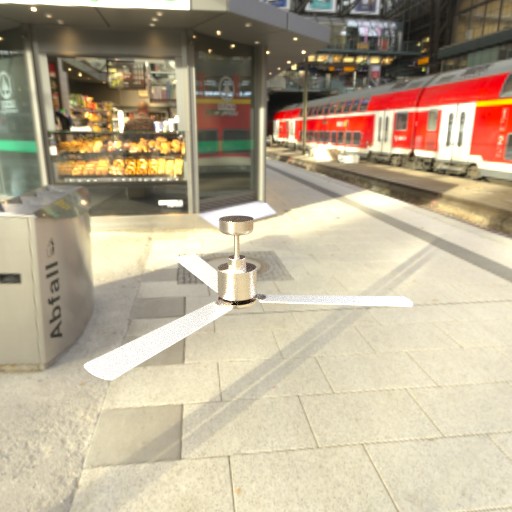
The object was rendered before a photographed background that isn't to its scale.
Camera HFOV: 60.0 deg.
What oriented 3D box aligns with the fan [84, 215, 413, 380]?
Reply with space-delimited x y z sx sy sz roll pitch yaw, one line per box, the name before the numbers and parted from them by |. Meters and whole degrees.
fan | 0.000 0.000 2.368 1.531 0.446 1.561 -3 16 -9
